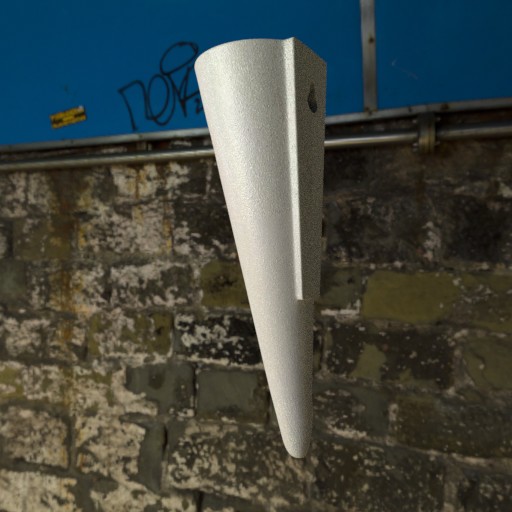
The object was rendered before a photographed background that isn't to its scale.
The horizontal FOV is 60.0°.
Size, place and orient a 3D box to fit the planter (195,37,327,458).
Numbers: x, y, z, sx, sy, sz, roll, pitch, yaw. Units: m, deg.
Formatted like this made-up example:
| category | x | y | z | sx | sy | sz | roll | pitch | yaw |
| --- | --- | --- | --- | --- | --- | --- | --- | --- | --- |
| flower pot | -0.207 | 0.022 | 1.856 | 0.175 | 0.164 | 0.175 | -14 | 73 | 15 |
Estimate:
| category | x | y | z | sx | sy | sz | roll | pitch | yaw |
| --- | --- | --- | --- | --- | --- | --- | --- | --- | --- |
| planter | 0.000 | 0.000 | 0.224 | 0.064 | 0.191 | 0.057 | 0 | 1 | 34 |
